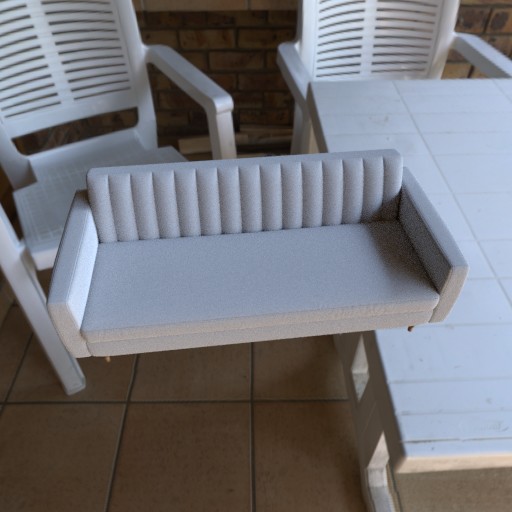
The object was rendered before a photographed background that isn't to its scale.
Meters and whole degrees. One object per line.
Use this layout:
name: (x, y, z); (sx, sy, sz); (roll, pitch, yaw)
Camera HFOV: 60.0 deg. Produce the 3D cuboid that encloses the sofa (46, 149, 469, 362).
sofa: (0.000, 0.000, 2.776); (2.291, 0.821, 0.990); (-5, 46, -5)
